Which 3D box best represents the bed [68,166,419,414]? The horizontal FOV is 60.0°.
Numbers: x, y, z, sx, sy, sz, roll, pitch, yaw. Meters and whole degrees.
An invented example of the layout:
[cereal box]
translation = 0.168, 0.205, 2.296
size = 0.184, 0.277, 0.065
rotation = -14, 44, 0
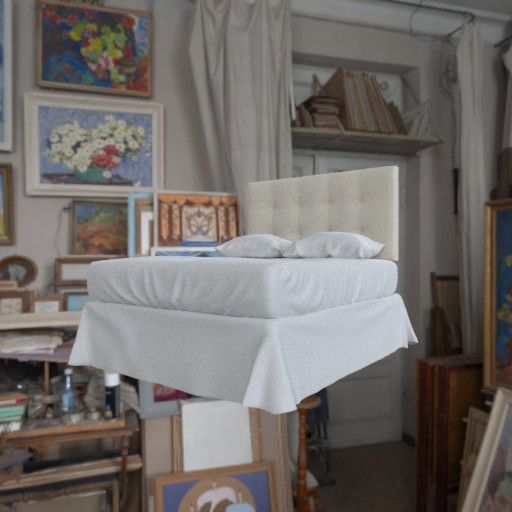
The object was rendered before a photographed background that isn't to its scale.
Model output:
[bed]
translation = 0.000, 0.000, 3.544
size = 1.936, 1.577, 2.222
rotation = 0, 0, 36
